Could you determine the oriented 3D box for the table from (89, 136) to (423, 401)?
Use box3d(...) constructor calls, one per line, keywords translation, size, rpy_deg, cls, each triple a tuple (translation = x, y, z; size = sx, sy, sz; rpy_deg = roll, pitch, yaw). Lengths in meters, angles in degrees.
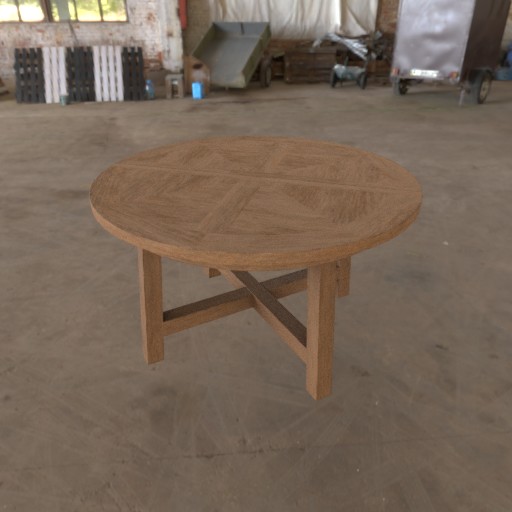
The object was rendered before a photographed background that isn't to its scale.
box3d(translation=(0.000, 0.000, 2.032), size=(1.319, 0.762, 1.319), rpy_deg=(0, 29, 0), cls="table")
